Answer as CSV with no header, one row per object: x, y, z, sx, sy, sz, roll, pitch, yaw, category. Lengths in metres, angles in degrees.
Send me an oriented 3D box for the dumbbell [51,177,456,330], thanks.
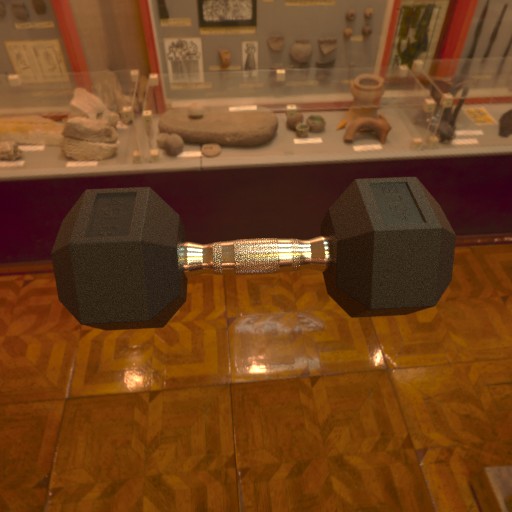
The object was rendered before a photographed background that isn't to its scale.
0.000,0.000,0.430,0.356,0.123,0.141,-3,46,-2,dumbbell
